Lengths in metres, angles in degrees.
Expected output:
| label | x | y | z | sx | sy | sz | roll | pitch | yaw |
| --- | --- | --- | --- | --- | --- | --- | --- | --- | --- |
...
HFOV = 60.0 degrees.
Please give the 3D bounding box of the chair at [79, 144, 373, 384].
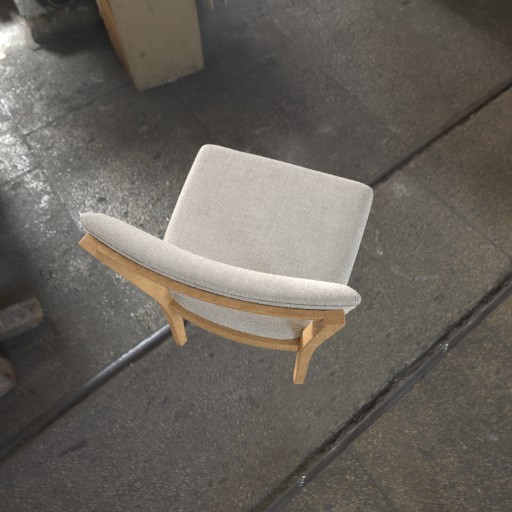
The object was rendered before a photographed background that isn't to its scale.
| label | x | y | z | sx | sy | sz | roll | pitch | yaw |
| --- | --- | --- | --- | --- | --- | --- | --- | --- | --- |
| chair | 0.000 | 0.000 | 1.167 | 0.508 | 0.832 | 0.572 | 16 | 64 | 8 |
